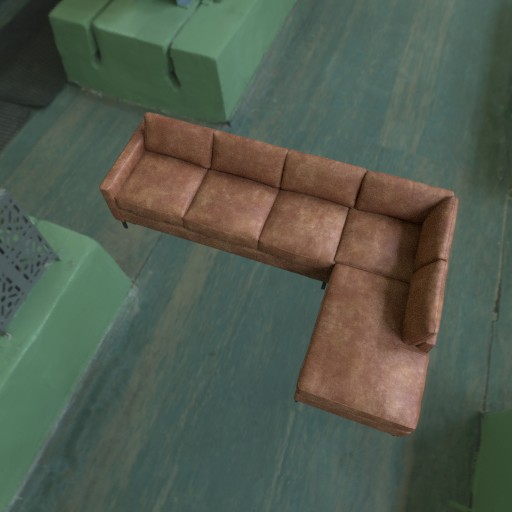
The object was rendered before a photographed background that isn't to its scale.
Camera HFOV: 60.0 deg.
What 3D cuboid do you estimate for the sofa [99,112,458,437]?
[{"bbox_3d":[0.000,0.000,3.729,2.984,0.877,1.938,17,62,9],"label":"sofa"}]
